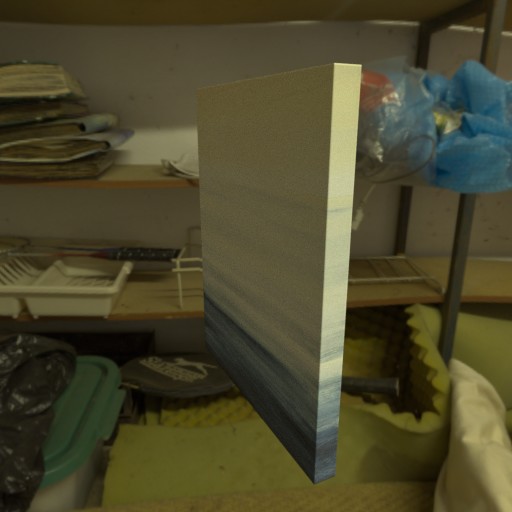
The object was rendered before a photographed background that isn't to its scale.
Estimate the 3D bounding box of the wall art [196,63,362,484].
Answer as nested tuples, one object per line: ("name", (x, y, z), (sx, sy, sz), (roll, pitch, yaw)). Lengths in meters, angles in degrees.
("wall art", (0.000, 0.000, 0.822), (0.040, 0.608, 0.489), (-8, 19, -25))
